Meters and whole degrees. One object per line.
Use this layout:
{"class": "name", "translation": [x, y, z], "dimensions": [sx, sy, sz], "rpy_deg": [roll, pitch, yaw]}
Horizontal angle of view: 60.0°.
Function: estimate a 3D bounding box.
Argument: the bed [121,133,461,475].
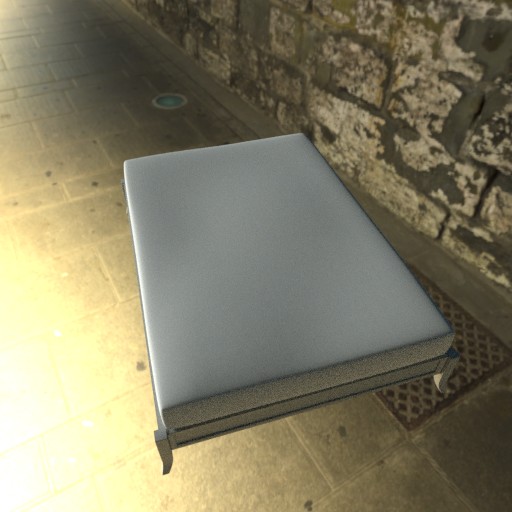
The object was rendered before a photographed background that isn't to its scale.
{"class": "bed", "translation": [0.000, 0.000, 2.646], "dimensions": [1.460, 0.510, 1.985], "rpy_deg": [-12, 45, -12]}
